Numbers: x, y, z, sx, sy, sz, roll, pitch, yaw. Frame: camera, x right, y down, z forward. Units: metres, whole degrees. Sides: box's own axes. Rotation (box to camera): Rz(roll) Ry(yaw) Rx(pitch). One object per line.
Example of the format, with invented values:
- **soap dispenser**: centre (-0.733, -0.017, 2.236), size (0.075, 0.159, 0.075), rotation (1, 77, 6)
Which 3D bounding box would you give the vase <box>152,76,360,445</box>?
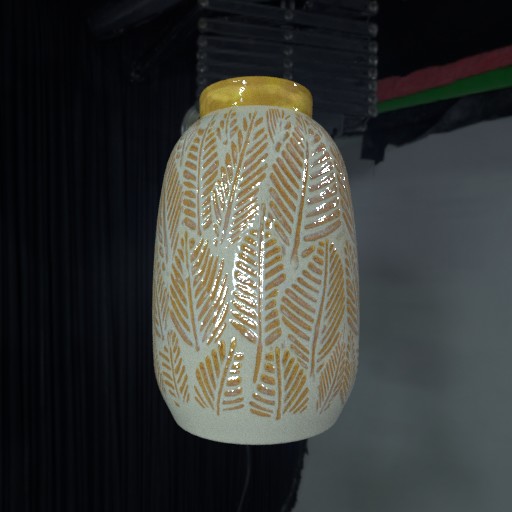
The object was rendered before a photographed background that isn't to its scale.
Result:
- **vase**: centre (0.000, 0.000, 0.379), size (0.172, 0.270, 0.172), rotation (0, -1, 0)
